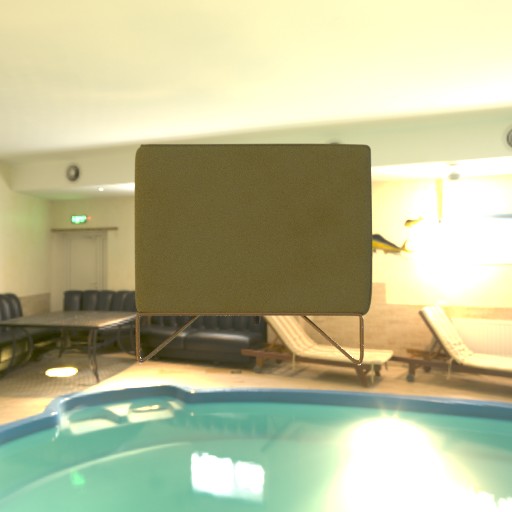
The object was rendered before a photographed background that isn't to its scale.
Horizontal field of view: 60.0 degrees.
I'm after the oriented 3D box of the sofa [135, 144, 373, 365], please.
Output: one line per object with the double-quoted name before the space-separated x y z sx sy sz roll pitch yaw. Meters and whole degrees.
"sofa" 0.000 0.000 2.595 0.867 0.789 2.087 0 0 1
